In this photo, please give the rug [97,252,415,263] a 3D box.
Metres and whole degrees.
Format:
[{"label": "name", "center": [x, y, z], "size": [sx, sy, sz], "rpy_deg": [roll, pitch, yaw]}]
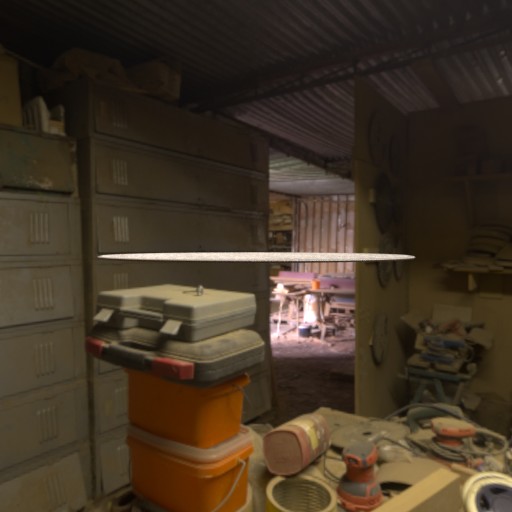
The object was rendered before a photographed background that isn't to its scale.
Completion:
[{"label": "rug", "center": [0.000, 0.000, 2.357], "size": [1.593, 0.012, 1.593], "rpy_deg": [0, 1, 0]}]
